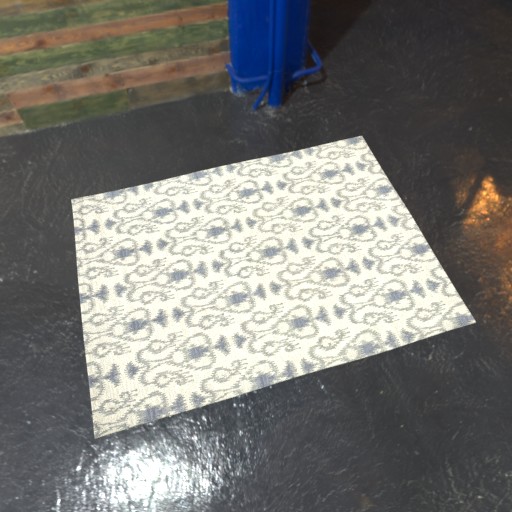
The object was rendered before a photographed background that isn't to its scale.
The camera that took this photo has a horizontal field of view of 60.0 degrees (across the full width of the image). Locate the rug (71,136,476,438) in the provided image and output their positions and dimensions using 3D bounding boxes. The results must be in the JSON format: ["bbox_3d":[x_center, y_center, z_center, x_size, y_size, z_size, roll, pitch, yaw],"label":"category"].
[{"bbox_3d":[0.000,0.000,2.904,2.261,0.013,1.676,-14,59,-9],"label":"rug"}]
